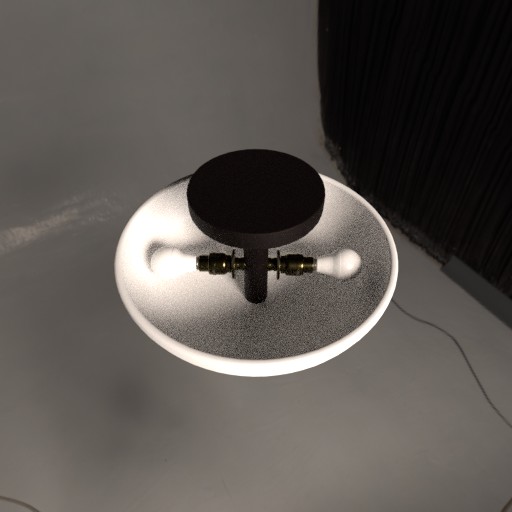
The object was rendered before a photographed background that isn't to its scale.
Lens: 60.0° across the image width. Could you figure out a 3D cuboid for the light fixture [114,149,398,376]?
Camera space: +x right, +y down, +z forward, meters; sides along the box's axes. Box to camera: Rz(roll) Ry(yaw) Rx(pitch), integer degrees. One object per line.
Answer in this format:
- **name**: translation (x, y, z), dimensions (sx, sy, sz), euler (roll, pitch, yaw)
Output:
- **light fixture**: translation (0.000, 0.000, 0.543), dimensions (0.331, 0.212, 0.331), euler (0, 46, 0)
